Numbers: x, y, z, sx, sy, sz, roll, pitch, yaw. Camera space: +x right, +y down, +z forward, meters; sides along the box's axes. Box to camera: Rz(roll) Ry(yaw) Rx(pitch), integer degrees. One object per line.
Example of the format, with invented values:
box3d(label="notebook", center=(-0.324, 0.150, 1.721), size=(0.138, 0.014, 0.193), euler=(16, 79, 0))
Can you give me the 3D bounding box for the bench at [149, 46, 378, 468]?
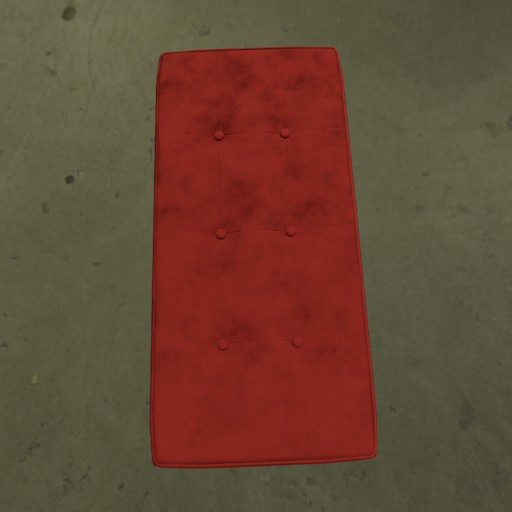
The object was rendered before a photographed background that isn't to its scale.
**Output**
box3d(label="bench", center=(0.000, 0.000, 1.247), size=(0.492, 0.471, 1.016), euler=(-2, 76, -1))
